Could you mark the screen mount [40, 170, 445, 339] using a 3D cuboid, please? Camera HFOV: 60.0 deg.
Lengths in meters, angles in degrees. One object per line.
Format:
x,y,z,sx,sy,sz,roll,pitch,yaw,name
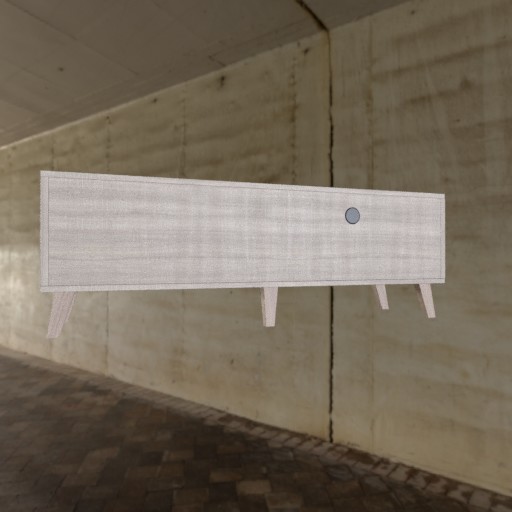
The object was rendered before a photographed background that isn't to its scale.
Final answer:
0.000,0.000,1.753,1.500,0.509,0.401,0,0,-19,screen mount
